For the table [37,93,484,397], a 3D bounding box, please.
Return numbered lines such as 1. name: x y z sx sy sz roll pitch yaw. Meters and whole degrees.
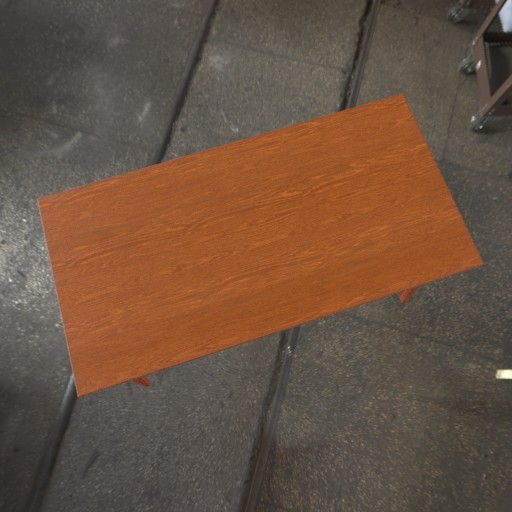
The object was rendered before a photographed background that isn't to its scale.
1. table: 0.000 0.000 2.126 1.609 0.755 0.811 -17 75 -5
